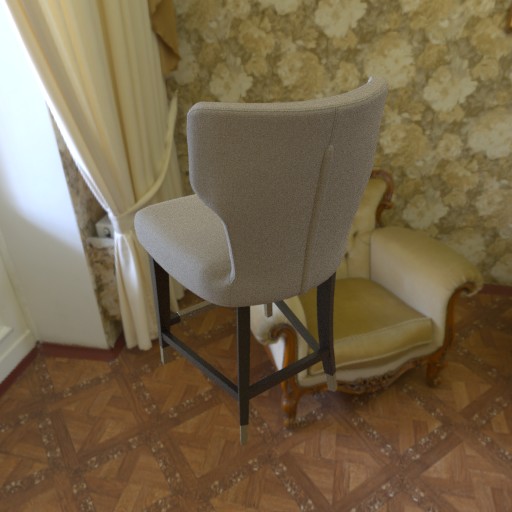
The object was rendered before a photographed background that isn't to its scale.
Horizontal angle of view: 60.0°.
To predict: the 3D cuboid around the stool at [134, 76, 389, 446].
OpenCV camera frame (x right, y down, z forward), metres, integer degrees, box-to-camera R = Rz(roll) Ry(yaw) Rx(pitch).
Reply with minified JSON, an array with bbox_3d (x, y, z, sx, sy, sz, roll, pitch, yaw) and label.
[{"bbox_3d":[0.000,0.000,1.294,0.527,0.982,0.563,-20,36,-29],"label":"stool"}]
